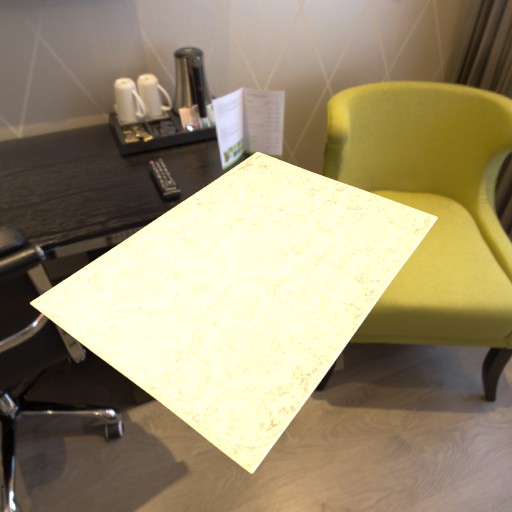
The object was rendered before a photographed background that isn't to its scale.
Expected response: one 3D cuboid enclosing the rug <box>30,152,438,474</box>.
[{"bbox_3d":[0.000,0.000,2.847,1.598,0.014,2.202,26,48,26],"label":"rug"}]
